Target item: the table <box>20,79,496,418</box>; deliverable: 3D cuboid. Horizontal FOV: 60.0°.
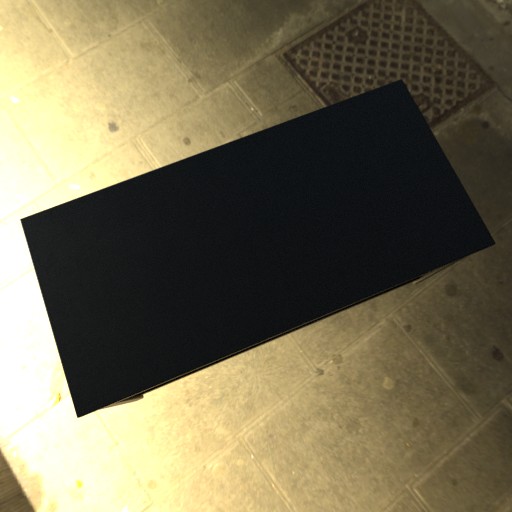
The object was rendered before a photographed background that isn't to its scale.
[{"bbox_3d":[0.000,0.000,1.264,1.016,0.457,0.483,-22,76,-6],"label":"table"}]
